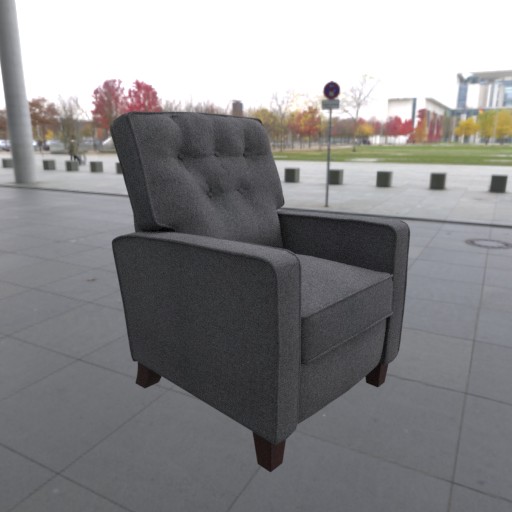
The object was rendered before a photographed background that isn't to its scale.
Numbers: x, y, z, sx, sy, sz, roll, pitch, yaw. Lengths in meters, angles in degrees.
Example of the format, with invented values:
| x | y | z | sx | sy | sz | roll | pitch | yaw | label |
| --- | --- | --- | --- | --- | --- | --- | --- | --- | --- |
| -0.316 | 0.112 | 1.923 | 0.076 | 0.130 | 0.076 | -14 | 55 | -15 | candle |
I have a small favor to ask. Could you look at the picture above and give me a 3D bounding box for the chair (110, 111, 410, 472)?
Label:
| x | y | z | sx | sy | sz | roll | pitch | yaw | label |
| --- | --- | --- | --- | --- | --- | --- | --- | --- | --- |
| 0.000 | 0.000 | 1.415 | 0.775 | 0.889 | 0.650 | 13 | 20 | 42 | chair |
